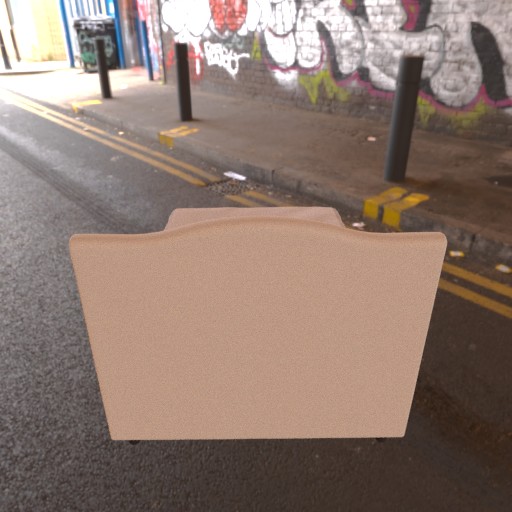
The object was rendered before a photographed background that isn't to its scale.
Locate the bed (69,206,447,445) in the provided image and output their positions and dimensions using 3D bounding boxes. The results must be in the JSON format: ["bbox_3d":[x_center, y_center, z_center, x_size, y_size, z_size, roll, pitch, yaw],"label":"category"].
[{"bbox_3d":[0.000,0.000,3.250,1.753,1.460,2.143,0,28,-1],"label":"bed"}]
